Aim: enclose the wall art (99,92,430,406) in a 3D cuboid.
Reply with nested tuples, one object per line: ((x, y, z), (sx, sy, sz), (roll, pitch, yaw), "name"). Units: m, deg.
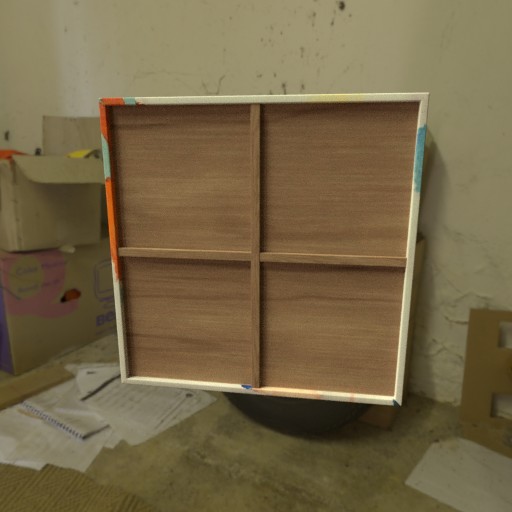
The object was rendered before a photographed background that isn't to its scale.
((0.000, 0.000, 1.491), (1.017, 1.017, 0.044), (2, 14, 8), "wall art")
